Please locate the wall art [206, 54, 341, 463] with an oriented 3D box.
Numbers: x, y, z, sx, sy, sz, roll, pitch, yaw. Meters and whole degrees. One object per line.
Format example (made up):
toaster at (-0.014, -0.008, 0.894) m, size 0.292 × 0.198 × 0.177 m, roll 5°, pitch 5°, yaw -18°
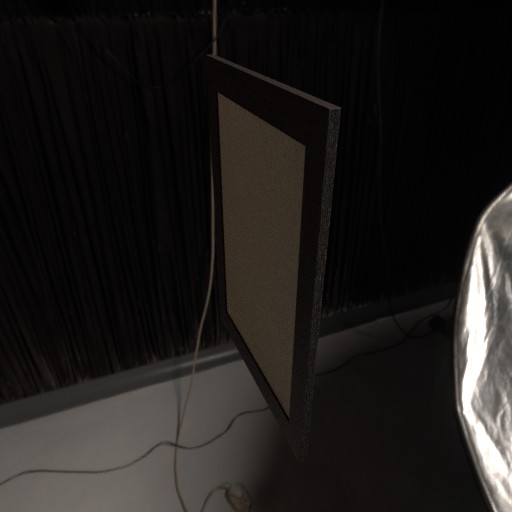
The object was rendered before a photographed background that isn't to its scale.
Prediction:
wall art at (0.000, 0.000, 0.660) m, size 0.013 × 0.508 × 0.359 m, roll -12°, pitch 34°, yaw -19°
